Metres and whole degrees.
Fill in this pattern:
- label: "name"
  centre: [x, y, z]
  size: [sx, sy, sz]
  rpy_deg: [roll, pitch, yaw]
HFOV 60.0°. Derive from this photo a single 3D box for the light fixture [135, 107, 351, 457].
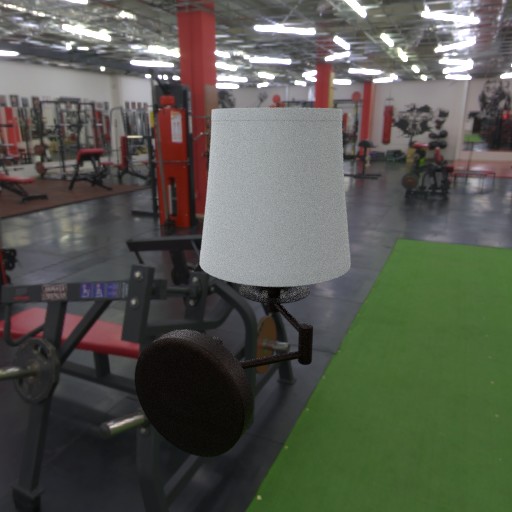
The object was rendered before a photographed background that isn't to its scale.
- label: "light fixture"
  centre: [0.000, 0.000, 0.272]
  size: [0.100, 0.172, 0.157]
  rpy_deg: [8, 18, 25]
